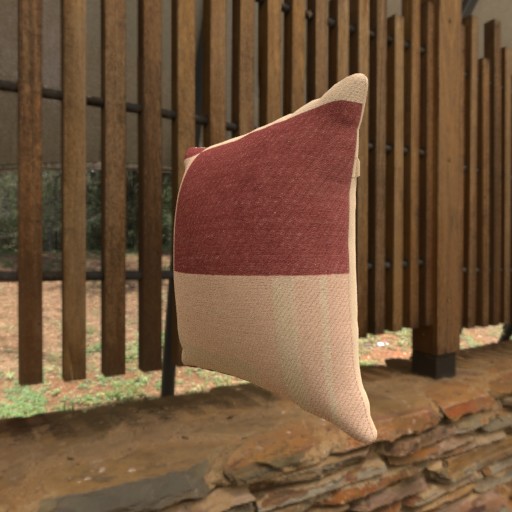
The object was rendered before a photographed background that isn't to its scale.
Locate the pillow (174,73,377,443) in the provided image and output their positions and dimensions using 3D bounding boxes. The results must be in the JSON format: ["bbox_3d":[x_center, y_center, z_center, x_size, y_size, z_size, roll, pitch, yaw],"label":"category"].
[{"bbox_3d":[0.000,0.000,0.806,0.229,0.506,0.536,0,0,-36],"label":"pillow"}]
